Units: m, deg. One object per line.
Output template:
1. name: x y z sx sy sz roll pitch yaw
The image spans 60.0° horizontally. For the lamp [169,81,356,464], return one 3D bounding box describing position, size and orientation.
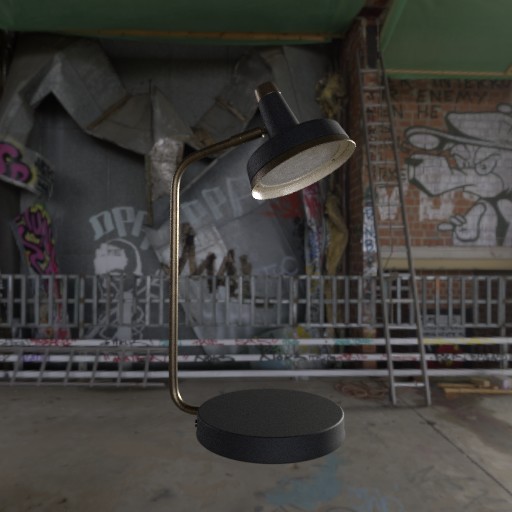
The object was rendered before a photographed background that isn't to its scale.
1. lamp: 0.000 0.000 0.494 0.218 0.385 0.162 0 -1 18
